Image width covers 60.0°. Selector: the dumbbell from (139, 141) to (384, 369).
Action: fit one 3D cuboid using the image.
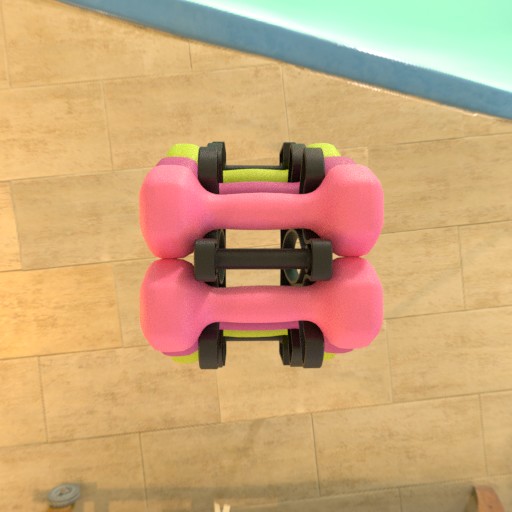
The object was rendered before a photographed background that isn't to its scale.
[{"bbox_3d":[0.000,0.000,0.433,0.203,0.261,0.257,0,91,-2],"label":"dumbbell"}]
